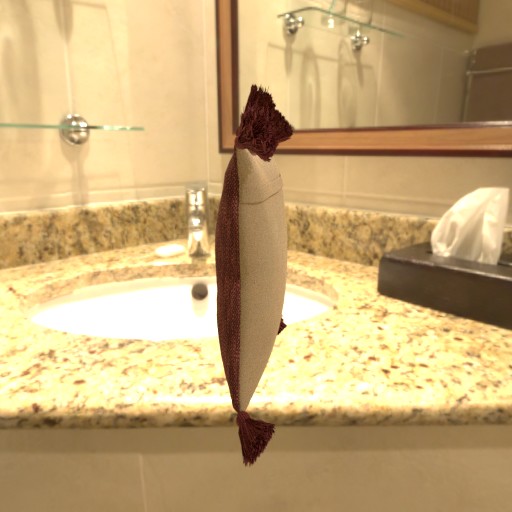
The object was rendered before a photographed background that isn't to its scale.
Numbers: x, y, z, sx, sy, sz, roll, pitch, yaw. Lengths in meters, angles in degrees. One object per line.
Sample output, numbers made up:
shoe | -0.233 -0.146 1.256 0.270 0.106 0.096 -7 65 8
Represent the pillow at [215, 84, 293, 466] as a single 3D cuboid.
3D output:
pillow | 0.000 0.000 0.974 0.138 0.659 0.641 2 14 7
